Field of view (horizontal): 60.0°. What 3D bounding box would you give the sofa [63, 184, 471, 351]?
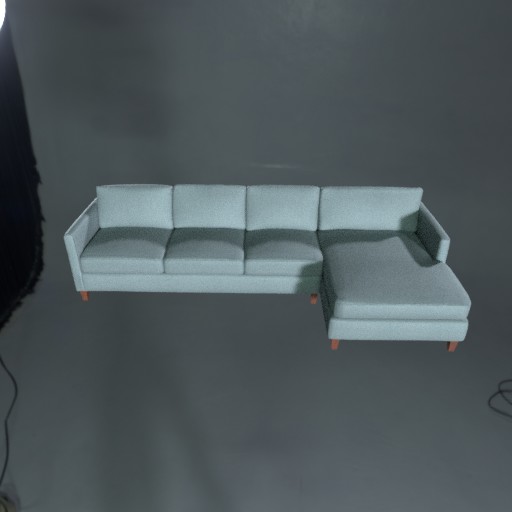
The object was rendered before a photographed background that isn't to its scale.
[{"bbox_3d":[0.000,0.000,4.141,3.471,0.950,1.604,1,30,1],"label":"sofa"}]
